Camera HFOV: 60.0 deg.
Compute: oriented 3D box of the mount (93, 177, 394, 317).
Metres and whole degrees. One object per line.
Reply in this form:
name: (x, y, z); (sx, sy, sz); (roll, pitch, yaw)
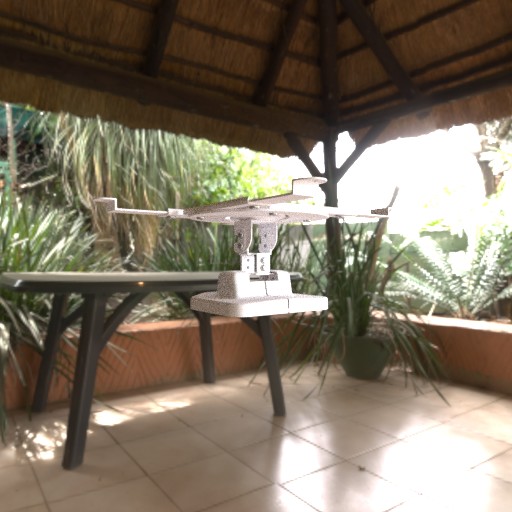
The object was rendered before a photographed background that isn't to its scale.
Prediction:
mount: (0.000, 0.000, 0.604); (0.394, 0.141, 0.394); (0, 0, -36)
